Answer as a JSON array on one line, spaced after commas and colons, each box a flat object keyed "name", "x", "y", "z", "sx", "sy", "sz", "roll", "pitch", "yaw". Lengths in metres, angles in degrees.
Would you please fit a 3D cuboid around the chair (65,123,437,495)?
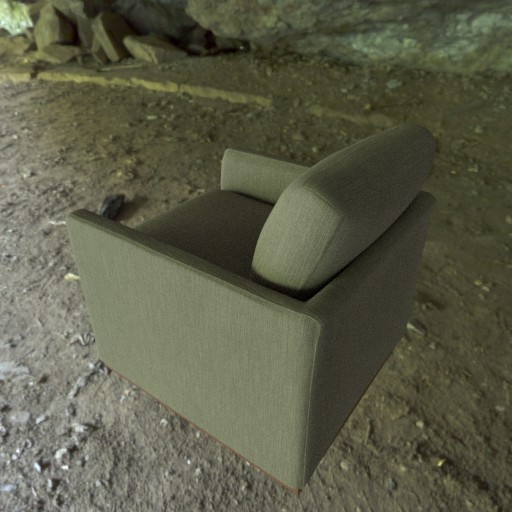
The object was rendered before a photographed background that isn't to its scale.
[{"name": "chair", "x": 0.000, "y": 0.000, "z": 1.389, "sx": 0.834, "sy": 0.811, "sz": 0.763, "roll": 21, "pitch": 37, "yaw": 30}]
